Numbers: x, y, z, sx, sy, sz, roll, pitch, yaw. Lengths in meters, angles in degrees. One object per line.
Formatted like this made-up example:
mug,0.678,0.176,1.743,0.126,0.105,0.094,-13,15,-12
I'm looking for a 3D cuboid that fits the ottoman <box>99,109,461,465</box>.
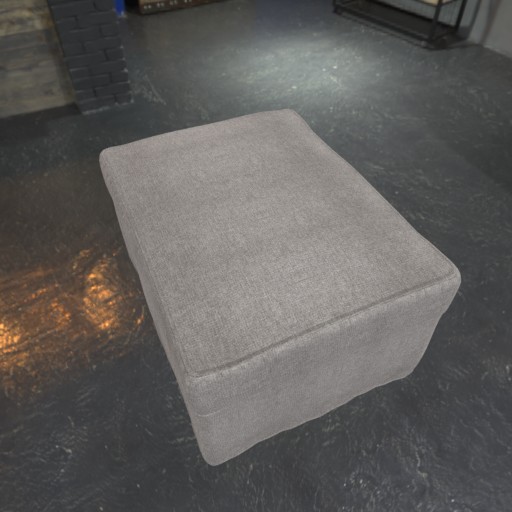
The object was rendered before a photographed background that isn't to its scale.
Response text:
ottoman,0.000,0.000,1.269,0.652,0.492,0.833,-19,50,-17
